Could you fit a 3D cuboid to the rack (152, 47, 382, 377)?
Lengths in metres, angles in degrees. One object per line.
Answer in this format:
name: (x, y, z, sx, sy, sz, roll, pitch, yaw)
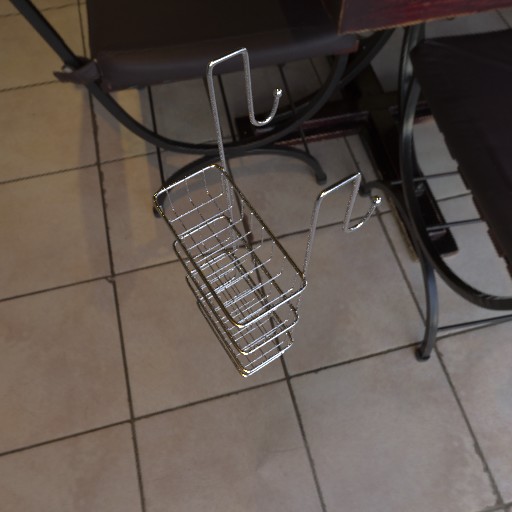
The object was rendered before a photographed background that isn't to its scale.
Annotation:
rack: (0.000, 0.000, 0.679, 0.202, 0.574, 0.228, -30, 68, -14)
